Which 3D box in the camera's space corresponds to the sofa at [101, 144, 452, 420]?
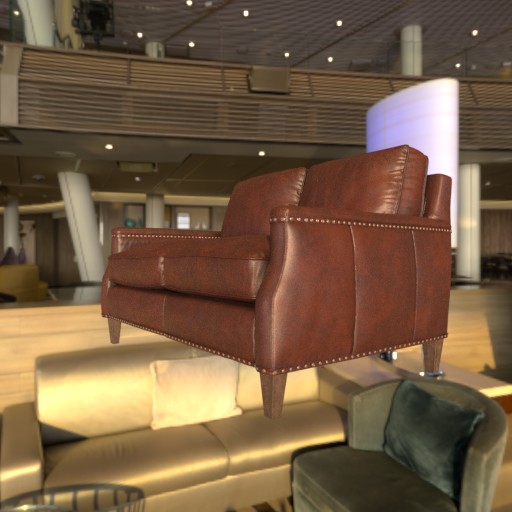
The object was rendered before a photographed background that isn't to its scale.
[{"bbox_3d":[0.000,0.000,2.250,1.083,1.003,1.628,0,0,-37],"label":"sofa"}]
